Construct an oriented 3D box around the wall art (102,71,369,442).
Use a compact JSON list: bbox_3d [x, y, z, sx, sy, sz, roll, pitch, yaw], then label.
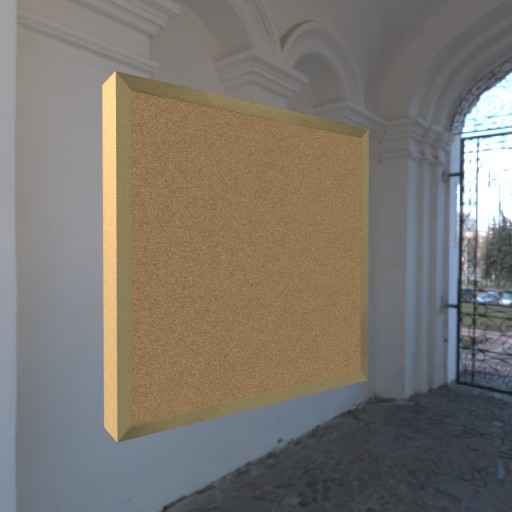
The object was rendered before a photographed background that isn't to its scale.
[{"bbox_3d":[0.000,0.000,0.466,0.304,0.305,0.038,-1,1,-35],"label":"wall art"}]
